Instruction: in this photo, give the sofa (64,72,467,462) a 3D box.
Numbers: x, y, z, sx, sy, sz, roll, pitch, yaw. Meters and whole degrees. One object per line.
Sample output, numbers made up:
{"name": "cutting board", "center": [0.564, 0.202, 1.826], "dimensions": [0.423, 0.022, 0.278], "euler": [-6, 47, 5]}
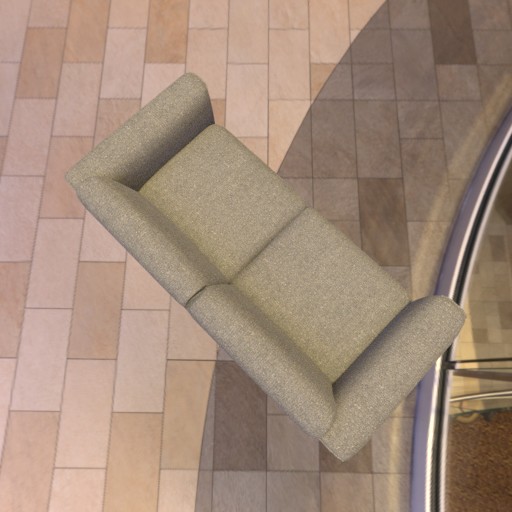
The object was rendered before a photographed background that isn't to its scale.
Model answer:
{"name": "sofa", "center": [0.000, 0.000, 2.526], "dimensions": [2.125, 0.703, 0.985], "euler": [44, 79, 10]}
